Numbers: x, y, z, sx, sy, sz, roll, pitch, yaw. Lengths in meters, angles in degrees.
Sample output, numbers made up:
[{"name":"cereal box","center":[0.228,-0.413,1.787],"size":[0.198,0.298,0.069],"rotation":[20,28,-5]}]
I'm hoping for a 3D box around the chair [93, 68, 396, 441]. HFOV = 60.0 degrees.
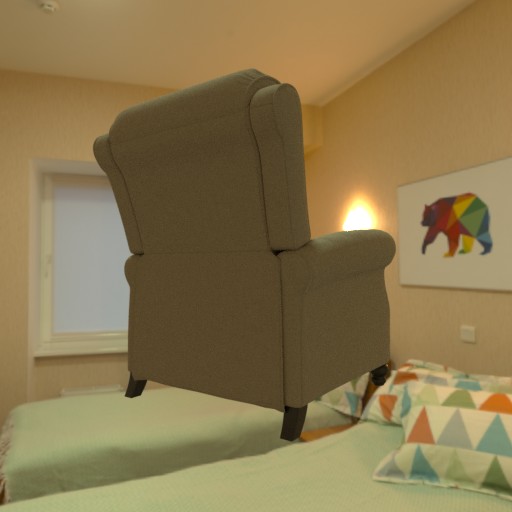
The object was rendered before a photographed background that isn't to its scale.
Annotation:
[{"name":"chair","center":[0.000,0.000,1.711],"size":[0.859,1.046,0.919],"rotation":[-1,-2,36]}]
